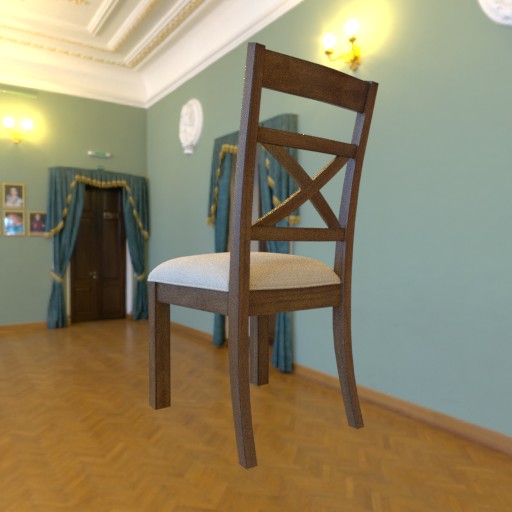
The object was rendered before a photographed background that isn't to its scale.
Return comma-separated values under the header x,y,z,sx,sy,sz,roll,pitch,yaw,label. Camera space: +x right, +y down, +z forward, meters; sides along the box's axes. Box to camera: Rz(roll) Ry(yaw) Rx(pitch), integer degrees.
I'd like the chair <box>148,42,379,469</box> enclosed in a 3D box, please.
x,y,z,sx,sy,sz,roll,pitch,yaw,label
0.000,0.000,1.300,0.461,0.949,0.581,-1,2,-36,chair
